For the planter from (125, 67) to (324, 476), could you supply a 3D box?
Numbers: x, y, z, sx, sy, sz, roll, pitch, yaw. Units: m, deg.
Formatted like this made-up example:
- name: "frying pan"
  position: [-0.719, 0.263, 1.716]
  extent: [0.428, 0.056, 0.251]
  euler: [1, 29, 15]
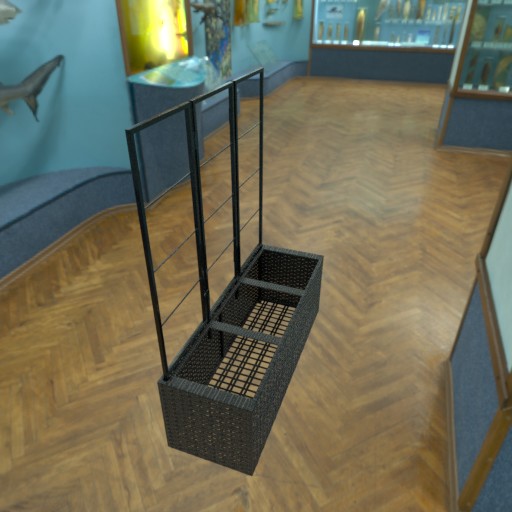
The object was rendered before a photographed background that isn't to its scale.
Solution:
- name: "planter"
  position: [0.000, 0.000, 1.197]
  extent: [0.244, 0.841, 0.699]
  euler: [11, 33, 17]
